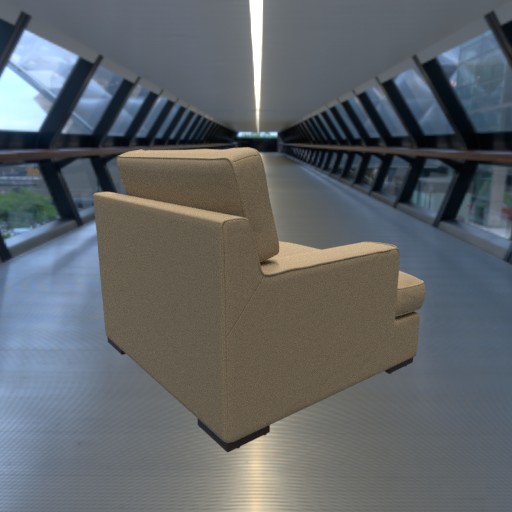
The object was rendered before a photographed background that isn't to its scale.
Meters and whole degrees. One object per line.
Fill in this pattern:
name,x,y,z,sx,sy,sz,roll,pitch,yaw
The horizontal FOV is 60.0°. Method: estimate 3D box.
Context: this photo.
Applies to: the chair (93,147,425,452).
chair,0.000,0.000,2.137,1.293,1.005,1.274,13,18,43
